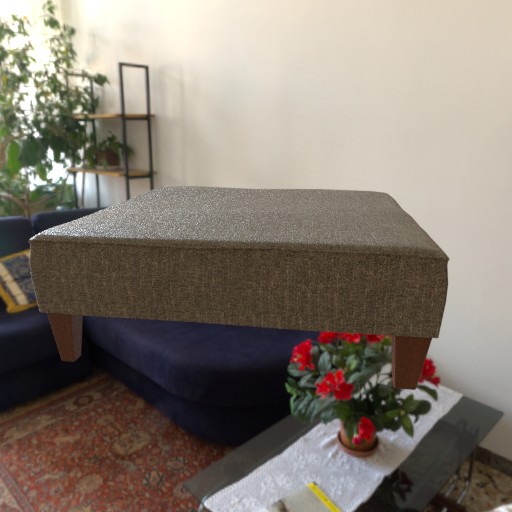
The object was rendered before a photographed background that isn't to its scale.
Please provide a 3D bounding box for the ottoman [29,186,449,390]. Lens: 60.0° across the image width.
[{"bbox_3d":[0.000,0.000,1.515,1.016,0.379,0.981,2,16,8],"label":"ottoman"}]
